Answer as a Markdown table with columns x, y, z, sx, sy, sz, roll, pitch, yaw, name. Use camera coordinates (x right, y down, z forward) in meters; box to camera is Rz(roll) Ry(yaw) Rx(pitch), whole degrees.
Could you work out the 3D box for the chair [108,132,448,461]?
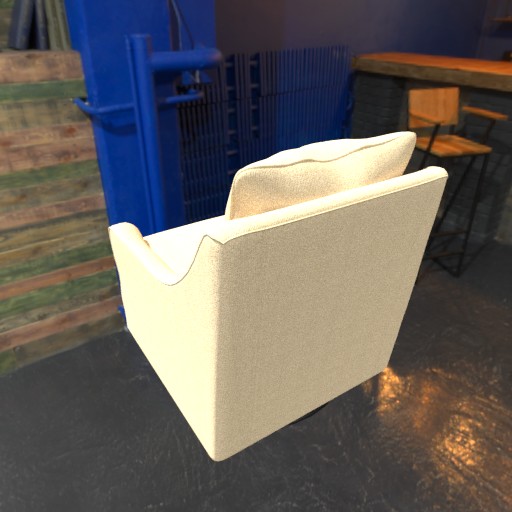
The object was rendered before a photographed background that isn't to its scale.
| x | y | z | sx | sy | sz | roll | pitch | yaw | name |
| --- | --- | --- | --- | --- | --- | --- | --- | --- | --- |
| 0.000 | 0.000 | 1.536 | 0.760 | 0.927 | 0.876 | -18 | 34 | -29 | chair |
